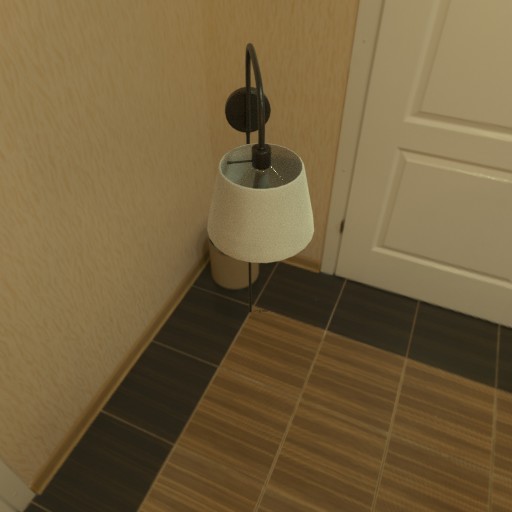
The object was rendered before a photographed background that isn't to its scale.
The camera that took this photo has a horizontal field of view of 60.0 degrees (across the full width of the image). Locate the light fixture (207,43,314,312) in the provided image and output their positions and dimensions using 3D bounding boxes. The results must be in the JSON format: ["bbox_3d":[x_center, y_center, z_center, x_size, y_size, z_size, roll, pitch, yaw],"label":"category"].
[{"bbox_3d":[0.000,0.000,0.467,0.092,0.399,0.176,-4,44,-4],"label":"light fixture"}]
